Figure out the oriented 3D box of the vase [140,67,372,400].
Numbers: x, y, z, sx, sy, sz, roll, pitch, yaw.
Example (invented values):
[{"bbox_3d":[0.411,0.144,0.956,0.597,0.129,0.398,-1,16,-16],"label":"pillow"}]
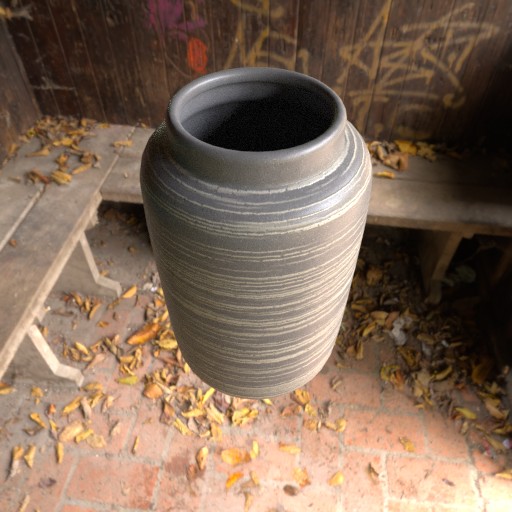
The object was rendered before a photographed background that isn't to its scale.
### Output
[{"bbox_3d":[0.000,0.000,0.681,0.297,0.499,0.297,0,47,0],"label":"vase"}]
